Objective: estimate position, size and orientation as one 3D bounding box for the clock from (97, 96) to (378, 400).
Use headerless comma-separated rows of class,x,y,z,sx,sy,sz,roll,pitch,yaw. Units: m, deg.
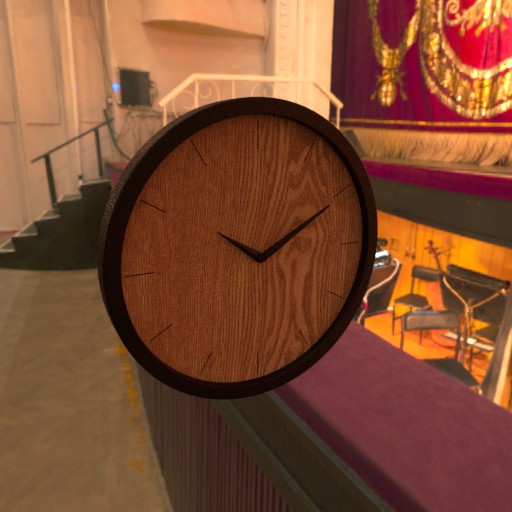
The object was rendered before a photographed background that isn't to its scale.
clock,0.000,0.000,0.464,0.314,0.314,0.029,-8,18,-28
